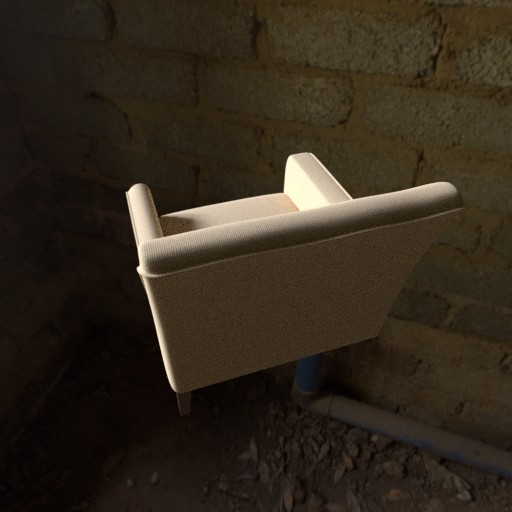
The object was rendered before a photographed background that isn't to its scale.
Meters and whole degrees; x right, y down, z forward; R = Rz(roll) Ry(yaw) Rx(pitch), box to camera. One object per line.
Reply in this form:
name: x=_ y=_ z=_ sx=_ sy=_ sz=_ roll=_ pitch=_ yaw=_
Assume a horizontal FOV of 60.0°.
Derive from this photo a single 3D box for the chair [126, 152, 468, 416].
chair: x=0.000 y=0.000 z=1.550 sx=0.780 sy=0.919 sz=0.899 roll=-13 pitch=43 yaw=-14
